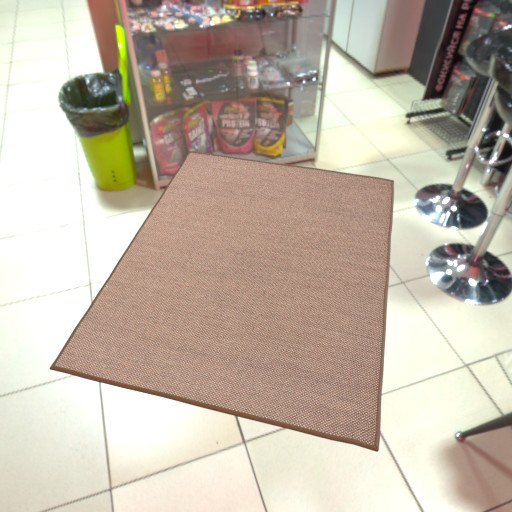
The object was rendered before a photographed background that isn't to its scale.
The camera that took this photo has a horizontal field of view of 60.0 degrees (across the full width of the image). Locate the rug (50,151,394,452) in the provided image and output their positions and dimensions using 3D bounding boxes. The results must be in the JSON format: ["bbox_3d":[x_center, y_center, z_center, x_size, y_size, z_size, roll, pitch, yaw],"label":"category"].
[{"bbox_3d":[0.000,0.000,4.097,2.413,0.020,3.041,10,47,10],"label":"rug"}]
